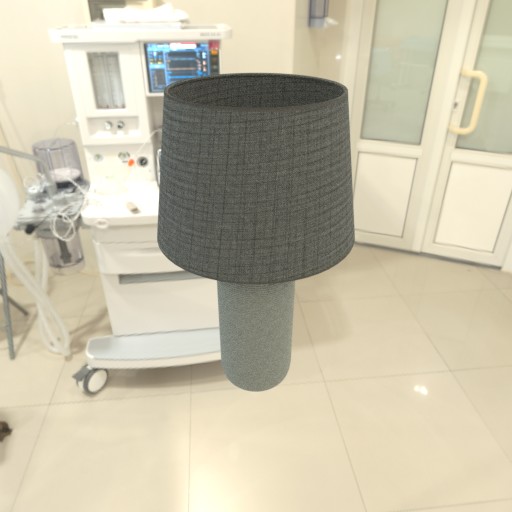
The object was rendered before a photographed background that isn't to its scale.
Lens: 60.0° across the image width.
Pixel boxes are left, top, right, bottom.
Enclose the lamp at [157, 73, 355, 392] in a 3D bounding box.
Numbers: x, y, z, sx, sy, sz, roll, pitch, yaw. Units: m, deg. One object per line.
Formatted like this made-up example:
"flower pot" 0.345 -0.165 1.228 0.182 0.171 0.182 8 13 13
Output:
"lamp" 0.000 0.000 0.594 0.251 0.429 0.251 0 31 0
